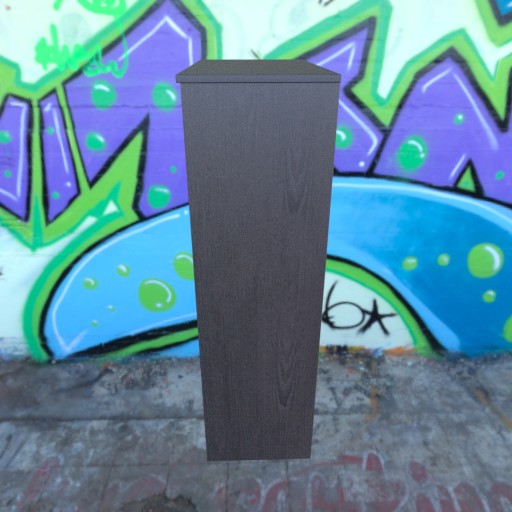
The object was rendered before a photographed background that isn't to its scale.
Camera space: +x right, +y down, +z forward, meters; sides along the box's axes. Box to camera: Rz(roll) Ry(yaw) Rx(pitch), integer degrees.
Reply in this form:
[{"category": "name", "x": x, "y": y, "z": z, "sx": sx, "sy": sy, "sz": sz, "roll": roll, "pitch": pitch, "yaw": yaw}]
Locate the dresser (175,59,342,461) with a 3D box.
[{"category": "dresser", "x": 0.000, "y": 0.000, "z": 1.584, "sx": 0.418, "sy": 1.254, "sz": 0.704, "roll": -1, "pitch": 26, "yaw": -2}]
